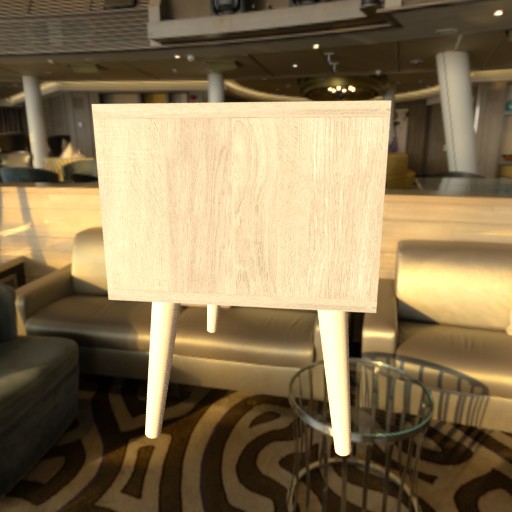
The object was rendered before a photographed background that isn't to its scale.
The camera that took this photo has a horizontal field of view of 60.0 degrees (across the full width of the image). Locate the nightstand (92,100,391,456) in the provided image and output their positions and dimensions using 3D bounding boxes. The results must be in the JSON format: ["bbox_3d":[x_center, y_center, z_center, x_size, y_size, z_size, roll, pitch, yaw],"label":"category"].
[{"bbox_3d":[0.000,0.000,0.818,0.380,0.500,0.450,2,14,8],"label":"nightstand"}]
